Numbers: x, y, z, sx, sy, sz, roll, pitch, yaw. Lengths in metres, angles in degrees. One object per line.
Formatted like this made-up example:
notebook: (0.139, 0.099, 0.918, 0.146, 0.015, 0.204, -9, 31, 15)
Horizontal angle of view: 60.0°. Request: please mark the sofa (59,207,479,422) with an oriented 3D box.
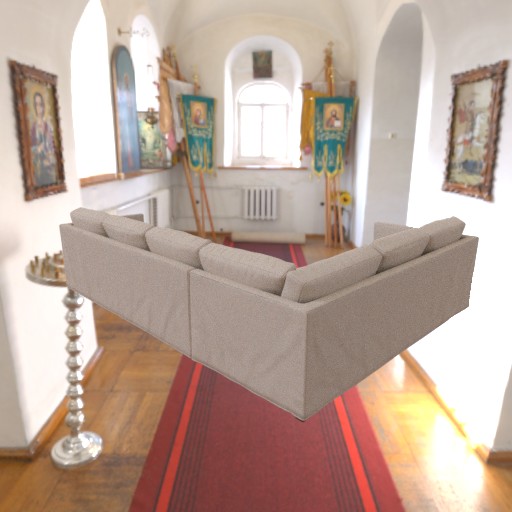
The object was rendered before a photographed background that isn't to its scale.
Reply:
sofa: (0.000, 0.000, 4.242, 2.432, 0.871, 3.182, -15, 22, -43)
